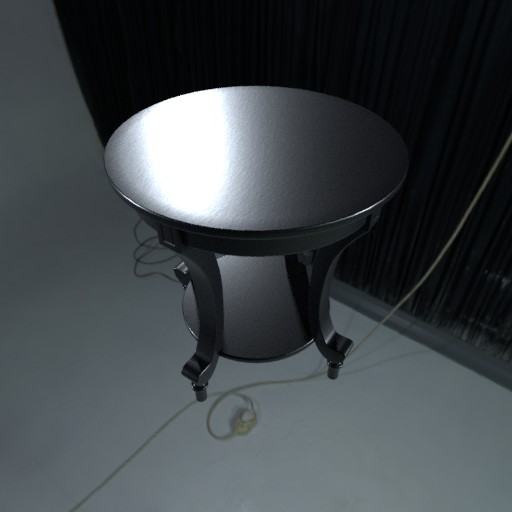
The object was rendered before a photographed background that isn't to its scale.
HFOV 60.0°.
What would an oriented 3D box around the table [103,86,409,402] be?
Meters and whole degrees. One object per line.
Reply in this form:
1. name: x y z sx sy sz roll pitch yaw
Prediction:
1. table: 0.000 0.000 1.095 0.597 0.618 0.597 0 41 0
